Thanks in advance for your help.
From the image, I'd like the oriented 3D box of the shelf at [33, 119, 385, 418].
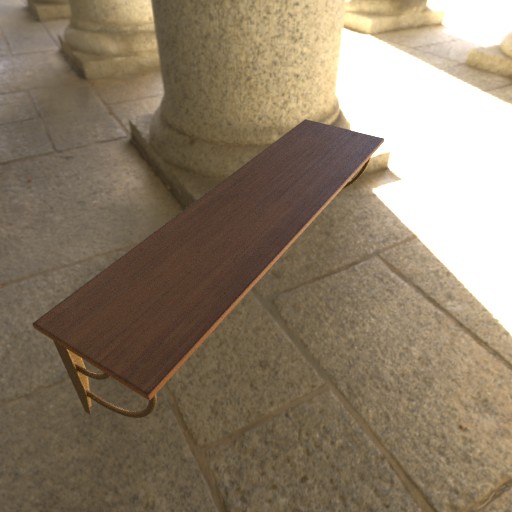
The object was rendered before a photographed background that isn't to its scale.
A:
[{"bbox_3d":[0.000,0.000,0.706,0.166,0.190,0.636,22,45,24],"label":"shelf"}]
